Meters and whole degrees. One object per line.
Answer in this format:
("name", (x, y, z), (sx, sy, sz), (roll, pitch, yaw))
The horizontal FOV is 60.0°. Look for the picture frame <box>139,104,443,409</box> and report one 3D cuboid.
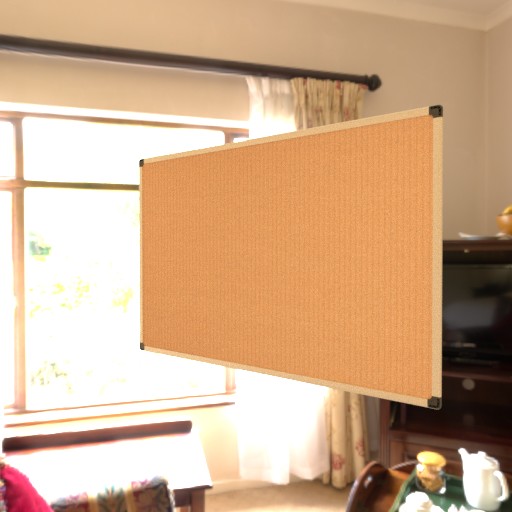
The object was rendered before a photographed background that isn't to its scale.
("picture frame", (0.000, 0.000, 1.132), (0.900, 0.600, 0.010), (1, 1, 36))
